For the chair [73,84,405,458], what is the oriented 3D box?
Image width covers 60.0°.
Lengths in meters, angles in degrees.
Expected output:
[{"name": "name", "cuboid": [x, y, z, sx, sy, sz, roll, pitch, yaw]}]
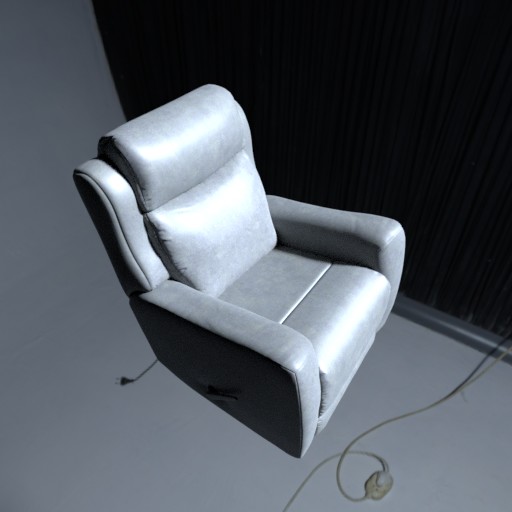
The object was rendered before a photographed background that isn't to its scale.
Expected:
[{"name": "chair", "cuboid": [0.000, 0.000, 1.904, 1.068, 1.116, 0.967, 25, 47, 26]}]
